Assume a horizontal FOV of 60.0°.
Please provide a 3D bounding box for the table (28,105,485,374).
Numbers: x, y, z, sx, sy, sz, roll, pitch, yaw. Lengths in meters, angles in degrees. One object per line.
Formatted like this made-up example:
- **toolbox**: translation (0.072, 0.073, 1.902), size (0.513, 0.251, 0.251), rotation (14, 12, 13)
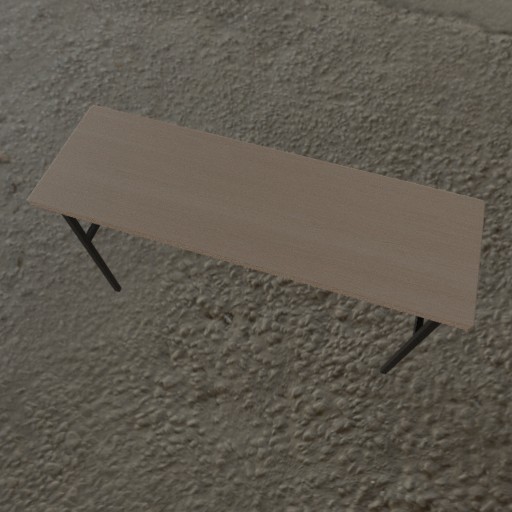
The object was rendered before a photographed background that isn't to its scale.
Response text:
- **table**: translation (0.000, 0.000, 1.745), size (1.397, 0.750, 0.447), rotation (16, 63, 8)
